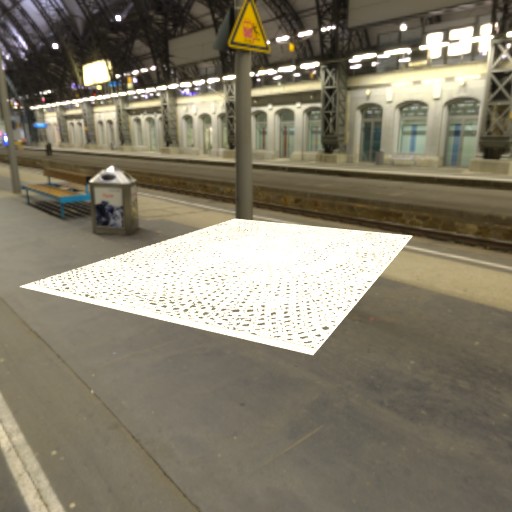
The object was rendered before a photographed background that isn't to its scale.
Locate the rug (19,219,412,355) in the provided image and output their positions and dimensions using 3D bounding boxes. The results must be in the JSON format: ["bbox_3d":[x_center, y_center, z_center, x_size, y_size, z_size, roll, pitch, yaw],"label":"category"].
[{"bbox_3d":[0.000,0.000,2.129,1.190,0.003,1.634,8,17,27],"label":"rug"}]
